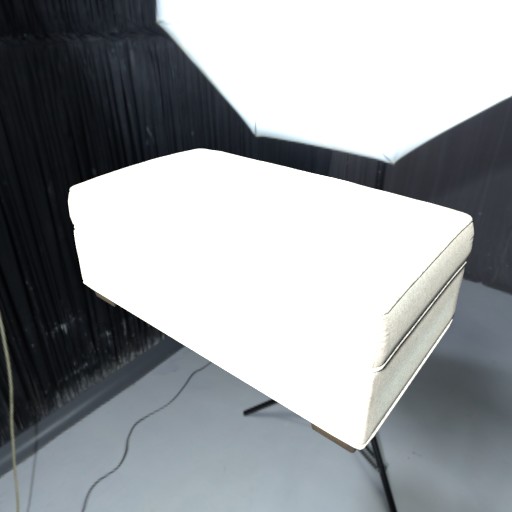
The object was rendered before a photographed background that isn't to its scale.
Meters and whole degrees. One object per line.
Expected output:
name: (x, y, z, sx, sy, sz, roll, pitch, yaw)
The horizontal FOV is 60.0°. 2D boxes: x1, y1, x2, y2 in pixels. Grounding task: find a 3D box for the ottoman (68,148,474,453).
ottoman: (0.000, 0.000, 1.393, 1.097, 0.448, 0.617, 22, 36, 33)
